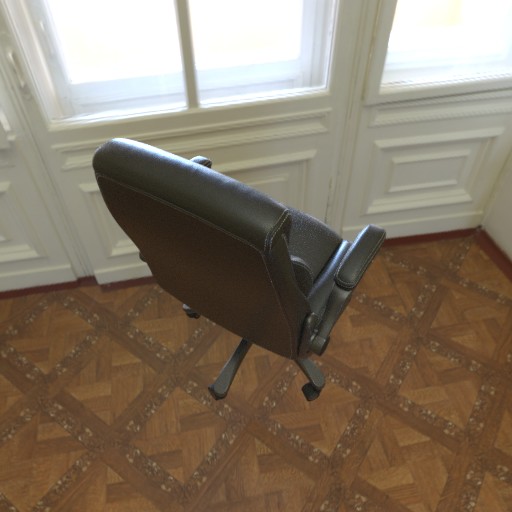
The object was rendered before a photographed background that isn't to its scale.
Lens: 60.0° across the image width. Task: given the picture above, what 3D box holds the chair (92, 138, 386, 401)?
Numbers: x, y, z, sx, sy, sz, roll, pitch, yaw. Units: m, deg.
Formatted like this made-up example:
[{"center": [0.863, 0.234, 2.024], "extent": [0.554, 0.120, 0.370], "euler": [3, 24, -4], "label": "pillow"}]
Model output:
[{"center": [0.000, 0.000, 1.581], "extent": [0.782, 1.110, 0.724], "euler": [25, 52, 22], "label": "chair"}]
